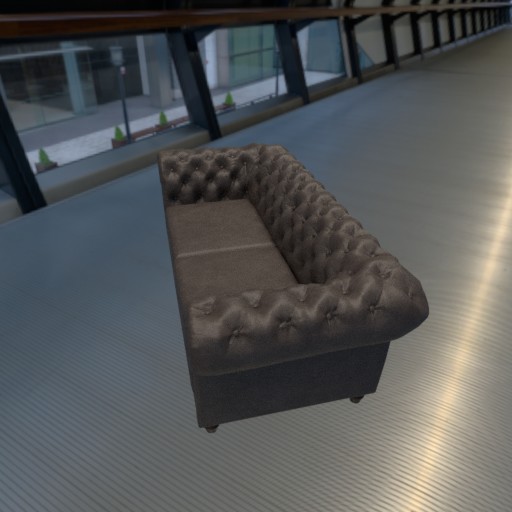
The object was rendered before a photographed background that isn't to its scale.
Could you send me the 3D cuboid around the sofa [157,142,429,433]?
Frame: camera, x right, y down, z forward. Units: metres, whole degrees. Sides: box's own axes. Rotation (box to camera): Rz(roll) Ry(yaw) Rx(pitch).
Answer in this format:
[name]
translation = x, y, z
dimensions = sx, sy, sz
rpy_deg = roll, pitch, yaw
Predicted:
[sofa]
translation = 0.000, 0.000, 2.517
dimensions = 0.944, 0.779, 2.048
rpy_deg = -7, 32, -12
